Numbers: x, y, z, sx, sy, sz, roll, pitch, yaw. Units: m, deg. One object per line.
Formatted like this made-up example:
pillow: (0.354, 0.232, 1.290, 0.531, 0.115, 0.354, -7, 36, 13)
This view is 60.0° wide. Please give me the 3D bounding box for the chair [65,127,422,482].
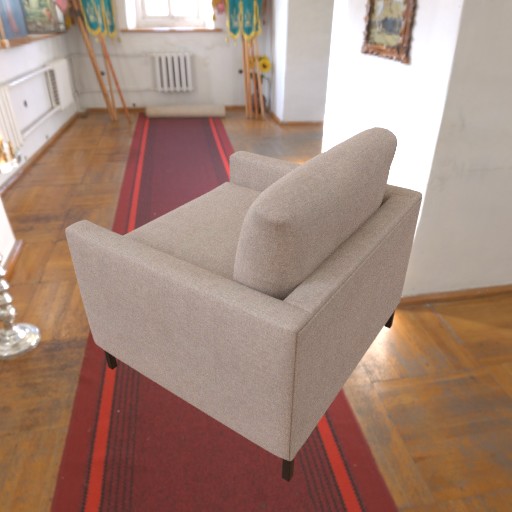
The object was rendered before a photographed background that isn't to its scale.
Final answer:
chair: (0.000, 0.000, 1.611, 0.866, 0.861, 0.963, 20, 37, 29)
